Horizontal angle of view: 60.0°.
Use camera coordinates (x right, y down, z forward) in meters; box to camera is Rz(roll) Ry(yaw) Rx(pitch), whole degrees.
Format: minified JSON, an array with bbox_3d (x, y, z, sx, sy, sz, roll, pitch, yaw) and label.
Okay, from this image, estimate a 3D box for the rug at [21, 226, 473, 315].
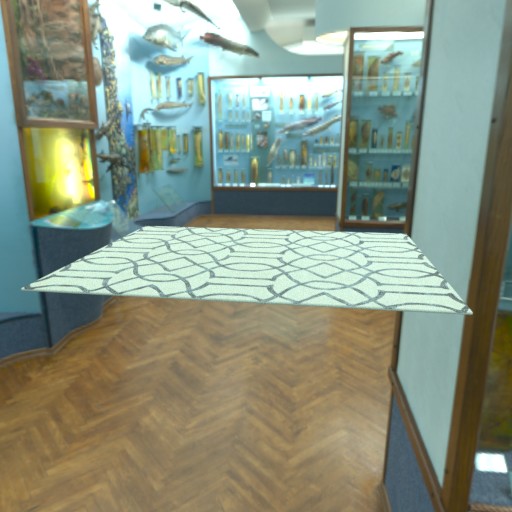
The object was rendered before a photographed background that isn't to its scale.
[{"bbox_3d":[0.000,0.000,3.856,2.910,0.021,2.211,2,15,8],"label":"rug"}]
